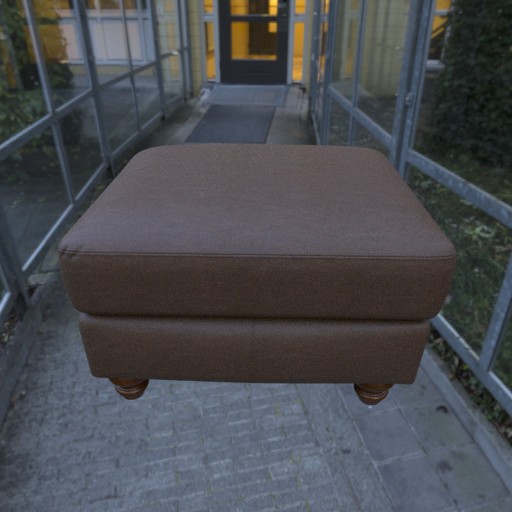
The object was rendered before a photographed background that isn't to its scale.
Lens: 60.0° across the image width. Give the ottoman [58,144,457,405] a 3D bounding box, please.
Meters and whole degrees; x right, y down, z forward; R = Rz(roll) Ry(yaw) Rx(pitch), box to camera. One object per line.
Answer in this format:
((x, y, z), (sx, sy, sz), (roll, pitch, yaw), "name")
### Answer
((0.000, 0.000, 1.168), (0.787, 0.508, 0.635), (1, 30, 1), "ottoman")
